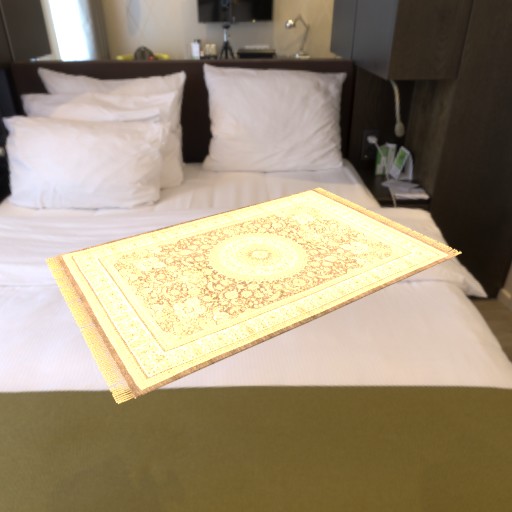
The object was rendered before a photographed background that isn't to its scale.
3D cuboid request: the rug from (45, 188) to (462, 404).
[{"bbox_3d":[0.000,0.000,4.272,3.422,0.015,2.143,-18,34,-29],"label":"rug"}]
